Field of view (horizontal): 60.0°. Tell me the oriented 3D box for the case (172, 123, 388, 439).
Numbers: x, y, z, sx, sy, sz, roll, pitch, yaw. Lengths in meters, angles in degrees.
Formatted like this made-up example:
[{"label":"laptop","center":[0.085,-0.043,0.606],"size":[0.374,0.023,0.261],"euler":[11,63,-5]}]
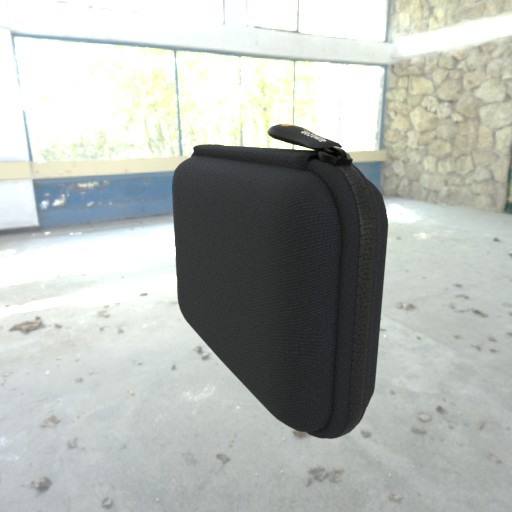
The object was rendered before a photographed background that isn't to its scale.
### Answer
[{"label":"case","center":[0.000,0.000,0.184],"size":[0.038,0.105,0.132],"euler":[-8,18,-27]}]
